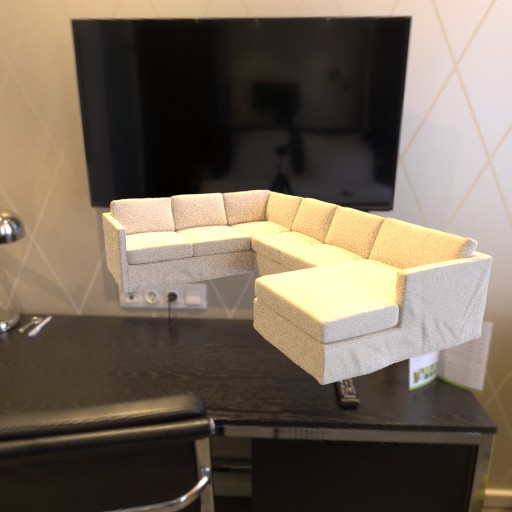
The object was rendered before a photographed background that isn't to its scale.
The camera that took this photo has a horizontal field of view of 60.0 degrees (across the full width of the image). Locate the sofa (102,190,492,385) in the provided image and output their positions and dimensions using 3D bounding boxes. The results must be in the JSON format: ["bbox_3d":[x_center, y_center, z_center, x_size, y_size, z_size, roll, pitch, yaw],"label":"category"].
[{"bbox_3d":[0.000,0.000,4.451,2.427,0.882,3.460,-8,17,-26],"label":"sofa"}]
